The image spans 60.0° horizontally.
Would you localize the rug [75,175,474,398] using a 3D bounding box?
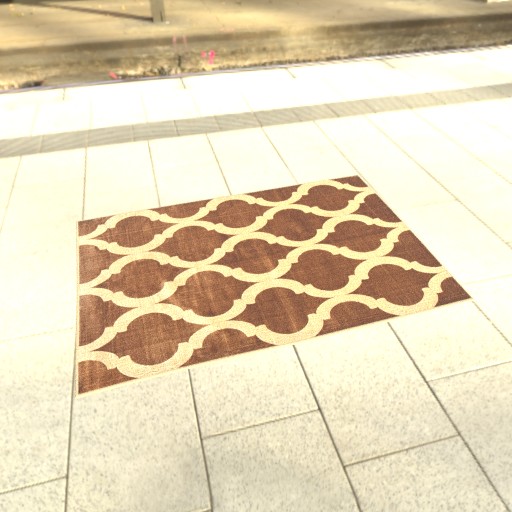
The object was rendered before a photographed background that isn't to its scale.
[{"bbox_3d":[0.000,0.000,2.945,2.290,0.014,1.526,-11,42,-13],"label":"rug"}]
